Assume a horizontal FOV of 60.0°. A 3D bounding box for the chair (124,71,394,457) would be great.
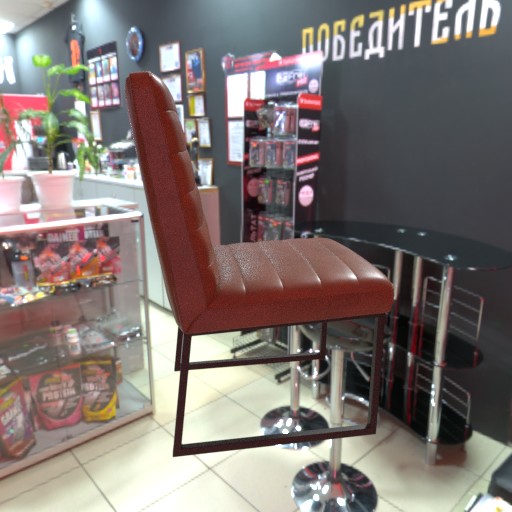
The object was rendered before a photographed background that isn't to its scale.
[{"bbox_3d":[0.000,0.000,1.284,0.634,0.930,0.520,-2,15,-9],"label":"chair"}]
